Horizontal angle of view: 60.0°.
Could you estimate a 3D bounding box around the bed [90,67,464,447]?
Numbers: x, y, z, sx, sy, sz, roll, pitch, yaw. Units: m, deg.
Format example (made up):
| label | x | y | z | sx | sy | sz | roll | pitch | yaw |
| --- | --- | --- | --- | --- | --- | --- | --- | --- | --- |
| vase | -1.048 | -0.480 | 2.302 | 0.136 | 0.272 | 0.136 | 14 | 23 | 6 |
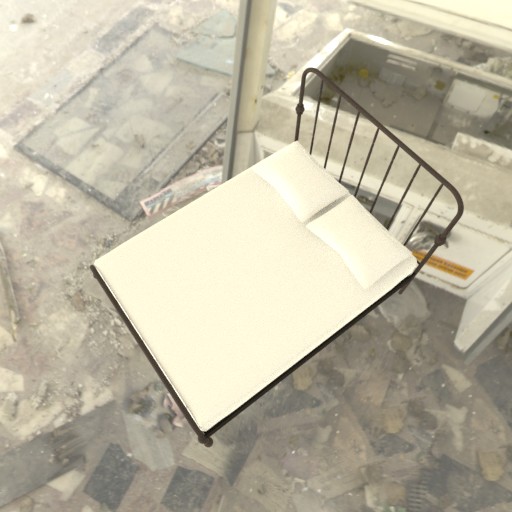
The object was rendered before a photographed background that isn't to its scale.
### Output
| label | x | y | z | sx | sy | sz | roll | pitch | yaw |
| --- | --- | --- | --- | --- | --- | --- | --- | --- | --- |
| bed | 0.000 | 0.000 | 3.307 | 2.134 | 1.446 | 1.616 | -34 | 68 | -16 |
